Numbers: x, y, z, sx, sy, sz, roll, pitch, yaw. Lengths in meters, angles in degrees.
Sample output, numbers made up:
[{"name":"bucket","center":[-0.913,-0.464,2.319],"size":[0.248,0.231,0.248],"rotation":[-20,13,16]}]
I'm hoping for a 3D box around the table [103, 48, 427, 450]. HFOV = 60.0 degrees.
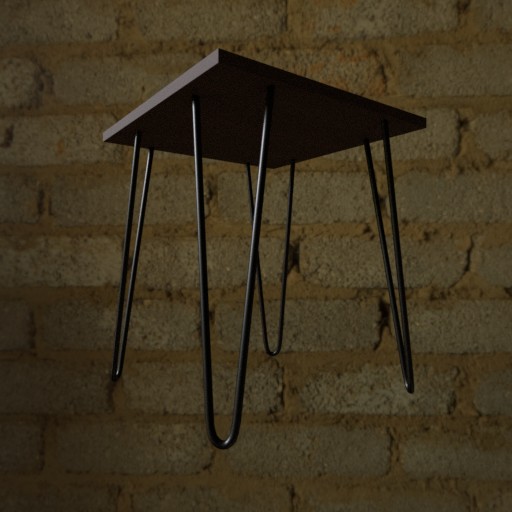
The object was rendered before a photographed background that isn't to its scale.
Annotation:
[{"name":"table","center":[0.000,0.000,0.947],"size":[0.495,0.559,0.495],"rotation":[1,-1,-37]}]
